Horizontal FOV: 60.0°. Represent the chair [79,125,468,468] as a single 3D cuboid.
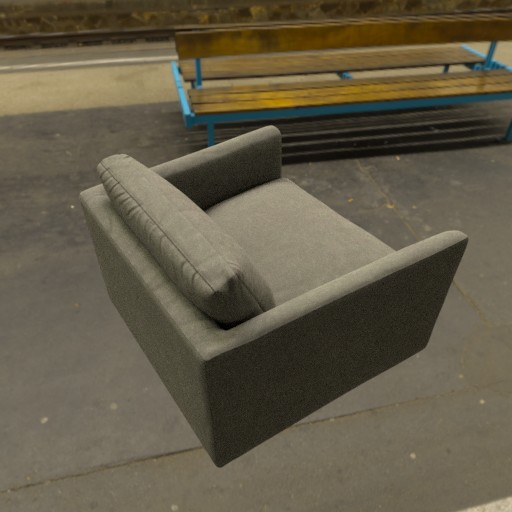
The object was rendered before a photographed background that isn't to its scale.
[{"bbox_3d":[0.000,0.000,1.874,1.091,0.845,1.190,-24,45,-26],"label":"chair"}]
